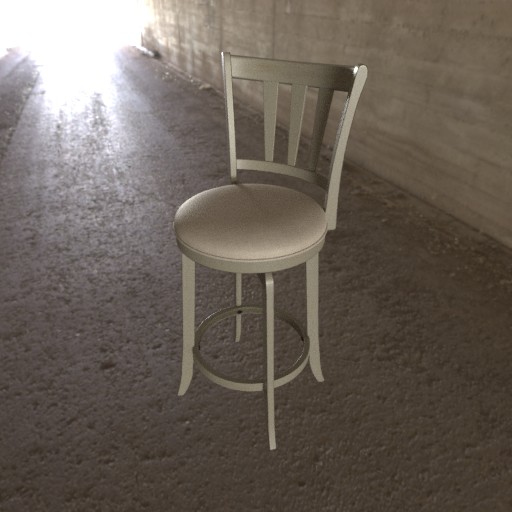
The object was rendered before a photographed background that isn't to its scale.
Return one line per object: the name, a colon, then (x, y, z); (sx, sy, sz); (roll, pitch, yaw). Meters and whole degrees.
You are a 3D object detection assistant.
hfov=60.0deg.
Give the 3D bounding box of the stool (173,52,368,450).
stool: (0.000, 0.000, 1.304); (0.436, 1.042, 0.475); (19, 36, 29)
